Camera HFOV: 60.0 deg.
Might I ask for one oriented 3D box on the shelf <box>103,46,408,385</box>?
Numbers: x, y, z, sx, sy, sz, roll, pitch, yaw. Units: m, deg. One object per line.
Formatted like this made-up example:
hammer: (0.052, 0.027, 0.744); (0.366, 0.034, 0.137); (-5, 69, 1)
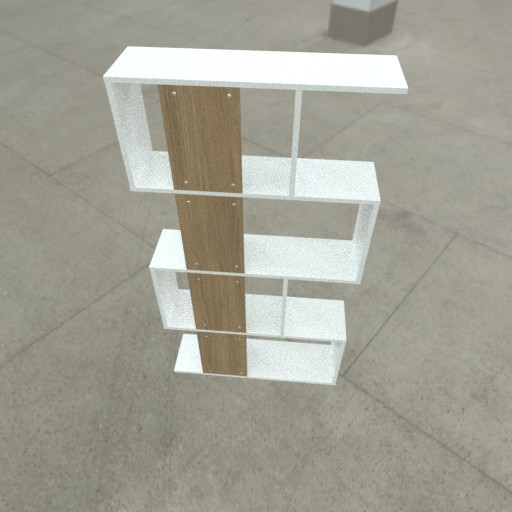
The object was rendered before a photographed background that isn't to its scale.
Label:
shelf: (0.000, 0.000, 1.950); (0.890, 1.650, 0.250); (4, 45, 4)
